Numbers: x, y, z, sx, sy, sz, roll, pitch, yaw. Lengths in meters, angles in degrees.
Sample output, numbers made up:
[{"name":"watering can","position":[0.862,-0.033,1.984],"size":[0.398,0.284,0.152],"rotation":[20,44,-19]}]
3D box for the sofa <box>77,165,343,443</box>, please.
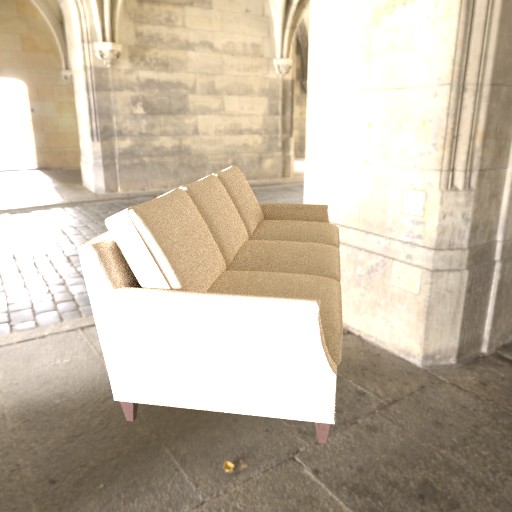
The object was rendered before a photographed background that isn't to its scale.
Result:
[{"name":"sofa","position":[0.000,0.000,2.779],"size":[1.041,0.940,2.210],"rotation":[3,17,9]}]
